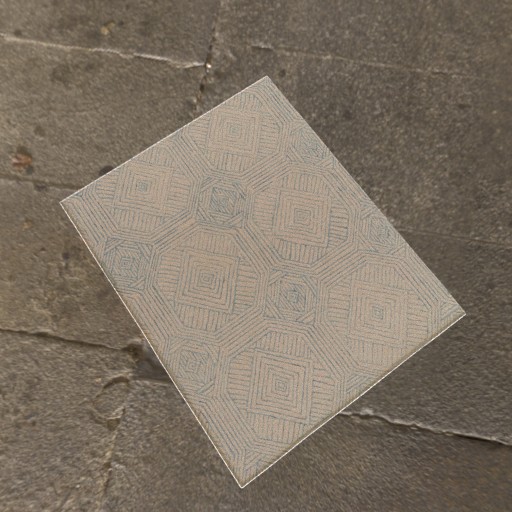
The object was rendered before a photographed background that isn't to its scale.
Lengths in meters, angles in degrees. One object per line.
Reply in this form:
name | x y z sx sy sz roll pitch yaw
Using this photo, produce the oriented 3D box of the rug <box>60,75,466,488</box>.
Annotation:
rug | 0.000 0.000 4.103 2.457 0.015 3.049 -34 77 -9
